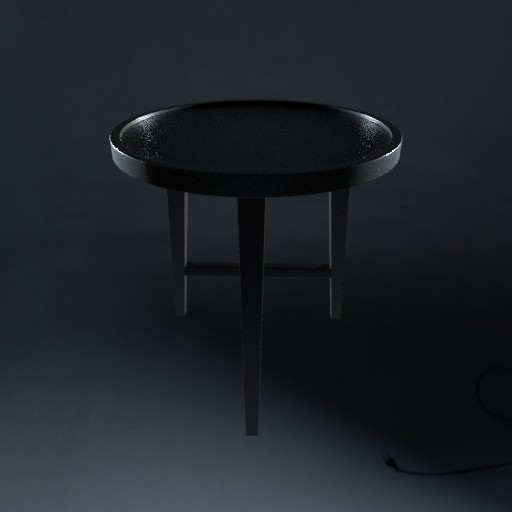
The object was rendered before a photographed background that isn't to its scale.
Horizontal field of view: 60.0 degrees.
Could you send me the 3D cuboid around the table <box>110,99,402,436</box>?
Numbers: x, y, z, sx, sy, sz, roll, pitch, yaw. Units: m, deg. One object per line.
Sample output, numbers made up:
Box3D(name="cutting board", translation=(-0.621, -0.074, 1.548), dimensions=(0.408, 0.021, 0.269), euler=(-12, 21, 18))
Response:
Box3D(name="table", translation=(0.000, 0.000, 0.921), dimensions=(0.500, 0.531, 0.500), euler=(0, 30, 0))
